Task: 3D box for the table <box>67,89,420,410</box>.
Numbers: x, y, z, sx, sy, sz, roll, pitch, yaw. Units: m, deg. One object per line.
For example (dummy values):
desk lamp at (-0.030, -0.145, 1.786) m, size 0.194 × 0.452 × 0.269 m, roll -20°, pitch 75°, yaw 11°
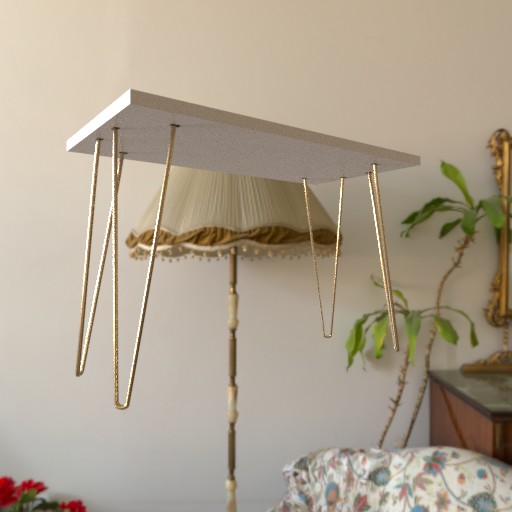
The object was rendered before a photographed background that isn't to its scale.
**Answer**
table at (0.000, 0.000, 1.372) m, size 0.991 × 0.660 × 0.498 m, roll 0°, pitch 0°, yaw -37°
